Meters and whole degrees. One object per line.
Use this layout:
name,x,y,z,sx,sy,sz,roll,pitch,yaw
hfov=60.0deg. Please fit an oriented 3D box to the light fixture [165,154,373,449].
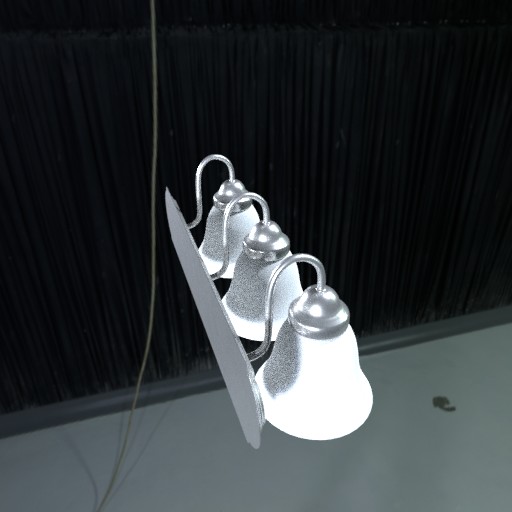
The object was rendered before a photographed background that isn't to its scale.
light fixture,0.000,0.000,0.713,0.199,0.222,0.610,-10,32,-16
